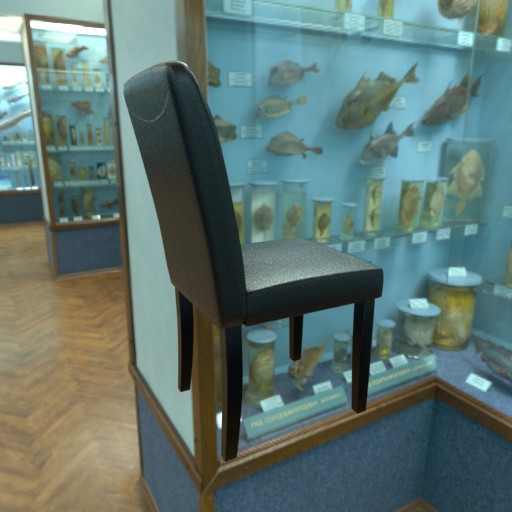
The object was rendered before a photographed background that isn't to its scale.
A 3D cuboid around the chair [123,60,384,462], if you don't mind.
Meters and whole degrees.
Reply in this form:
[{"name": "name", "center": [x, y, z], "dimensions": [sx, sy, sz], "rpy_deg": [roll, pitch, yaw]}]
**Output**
[{"name": "chair", "center": [0.000, 0.000, 1.182], "dimensions": [0.556, 0.897, 0.399], "rpy_deg": [-8, 17, -27]}]
